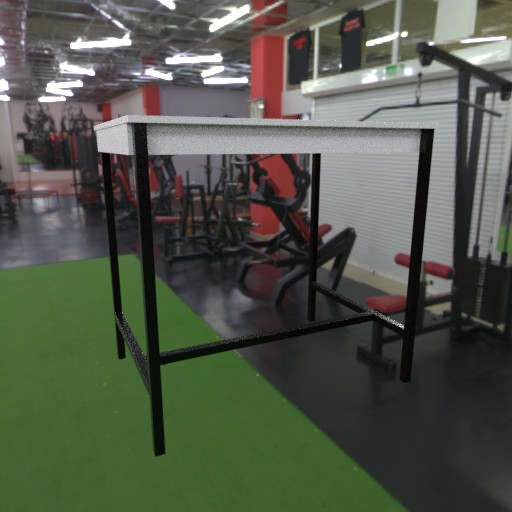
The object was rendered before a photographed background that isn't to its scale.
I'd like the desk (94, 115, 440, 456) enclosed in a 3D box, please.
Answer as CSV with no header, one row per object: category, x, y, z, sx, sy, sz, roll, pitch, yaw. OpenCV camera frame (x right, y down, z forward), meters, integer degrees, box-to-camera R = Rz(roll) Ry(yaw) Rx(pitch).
desk,0.000,0.000,1.350,0.811,0.766,0.573,-7,16,-25
